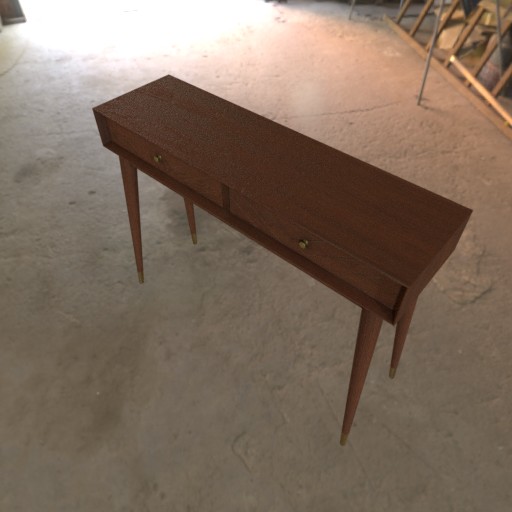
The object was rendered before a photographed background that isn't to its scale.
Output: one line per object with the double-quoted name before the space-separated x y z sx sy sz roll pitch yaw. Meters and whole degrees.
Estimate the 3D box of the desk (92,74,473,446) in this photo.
"desk" 0.000 0.000 1.672 1.204 0.917 0.384 33 55 27
